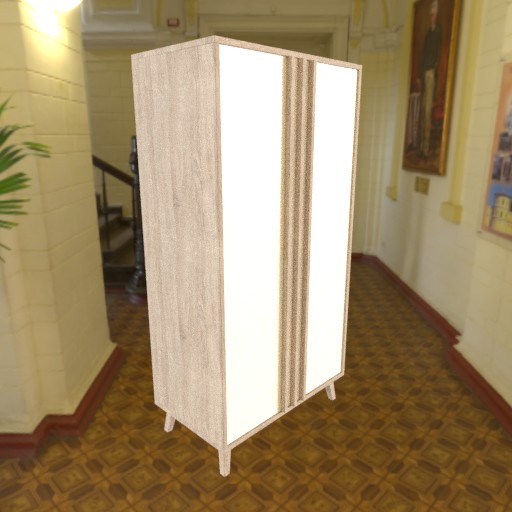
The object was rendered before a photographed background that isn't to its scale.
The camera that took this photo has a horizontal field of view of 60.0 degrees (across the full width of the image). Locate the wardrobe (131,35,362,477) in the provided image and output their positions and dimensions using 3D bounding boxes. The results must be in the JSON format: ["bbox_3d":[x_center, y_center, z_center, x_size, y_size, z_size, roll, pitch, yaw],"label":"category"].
[{"bbox_3d":[0.000,0.000,2.397,0.600,1.960,1.000,14,21,42],"label":"wardrobe"}]
